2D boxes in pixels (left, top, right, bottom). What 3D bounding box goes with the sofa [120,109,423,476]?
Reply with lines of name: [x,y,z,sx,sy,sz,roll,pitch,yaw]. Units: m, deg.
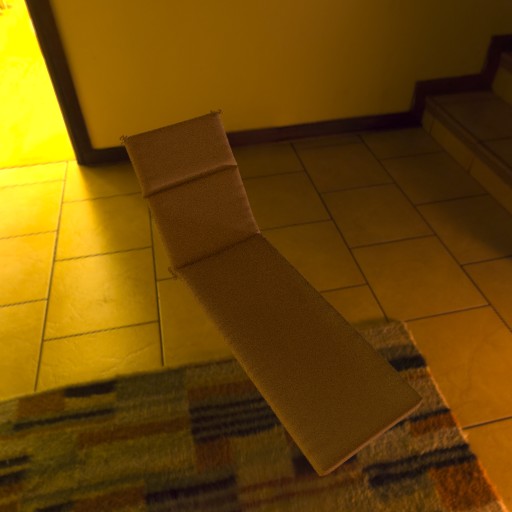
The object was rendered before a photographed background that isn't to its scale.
sofa: [0.000,0.000,1.972,0.582,0.622,1.663,-24,49,-23]
